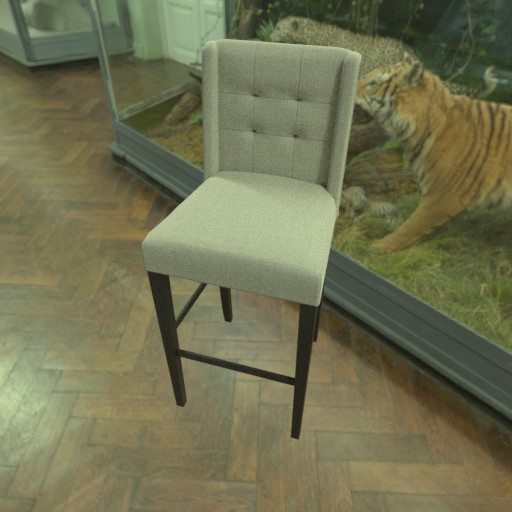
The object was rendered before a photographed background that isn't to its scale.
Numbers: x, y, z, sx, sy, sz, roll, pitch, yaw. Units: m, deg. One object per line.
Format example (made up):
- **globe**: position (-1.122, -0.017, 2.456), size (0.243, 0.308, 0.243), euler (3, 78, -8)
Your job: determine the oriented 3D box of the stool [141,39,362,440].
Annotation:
- **stool**: position (0.000, 0.000, 1.374), size (0.474, 1.116, 0.509), euler (11, 40, 13)
